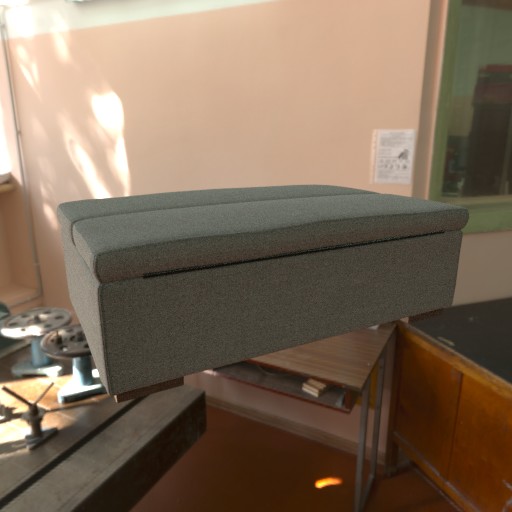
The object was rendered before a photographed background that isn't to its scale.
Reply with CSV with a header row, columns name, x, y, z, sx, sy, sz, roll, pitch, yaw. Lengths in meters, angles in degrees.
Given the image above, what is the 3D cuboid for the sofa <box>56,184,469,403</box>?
name,x,y,z,sx,sy,sz,roll,pitch,yaw
sofa,0.000,0.000,1.623,1.250,0.434,0.817,-8,18,-27
